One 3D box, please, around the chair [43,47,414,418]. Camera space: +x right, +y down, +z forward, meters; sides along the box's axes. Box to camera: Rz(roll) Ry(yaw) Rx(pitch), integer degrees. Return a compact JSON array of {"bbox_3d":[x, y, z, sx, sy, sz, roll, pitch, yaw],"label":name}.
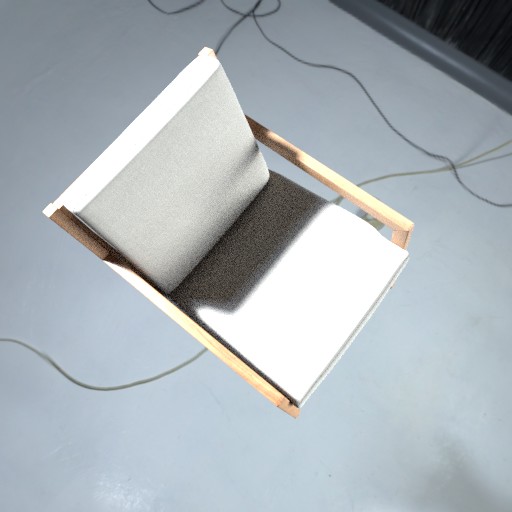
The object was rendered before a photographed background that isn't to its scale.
[{"bbox_3d":[0.000,0.000,1.401,0.857,0.790,0.622,38,78,9],"label":"chair"}]
